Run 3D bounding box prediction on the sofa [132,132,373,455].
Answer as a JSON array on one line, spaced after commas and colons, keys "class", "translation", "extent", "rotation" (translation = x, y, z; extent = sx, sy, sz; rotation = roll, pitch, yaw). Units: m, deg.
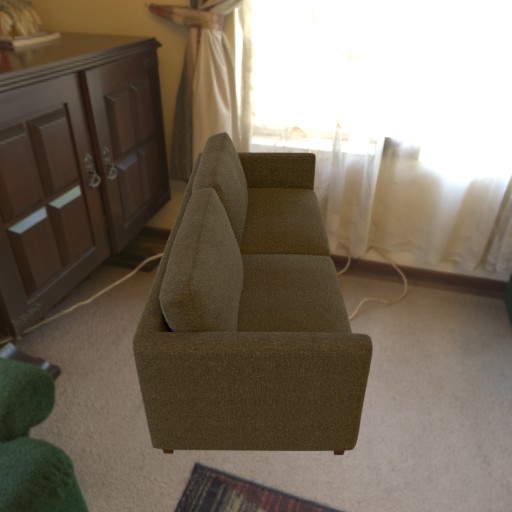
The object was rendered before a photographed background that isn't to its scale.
[{"class": "sofa", "translation": [0.000, 0.000, 2.722], "extent": [0.948, 0.965, 2.208], "rotation": [0, 32, 0]}]
